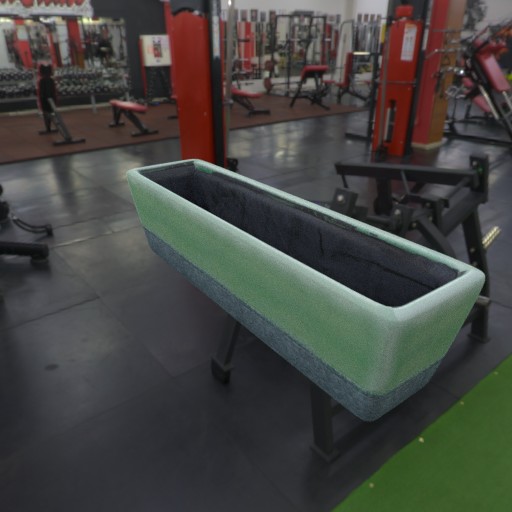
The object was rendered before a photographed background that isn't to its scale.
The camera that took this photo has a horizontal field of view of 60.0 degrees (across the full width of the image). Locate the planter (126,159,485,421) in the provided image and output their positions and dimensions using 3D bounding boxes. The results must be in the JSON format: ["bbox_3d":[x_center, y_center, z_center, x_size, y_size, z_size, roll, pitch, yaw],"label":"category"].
[{"bbox_3d":[0.000,0.000,0.301,0.072,0.072,0.275,-18,31,-32],"label":"planter"}]
